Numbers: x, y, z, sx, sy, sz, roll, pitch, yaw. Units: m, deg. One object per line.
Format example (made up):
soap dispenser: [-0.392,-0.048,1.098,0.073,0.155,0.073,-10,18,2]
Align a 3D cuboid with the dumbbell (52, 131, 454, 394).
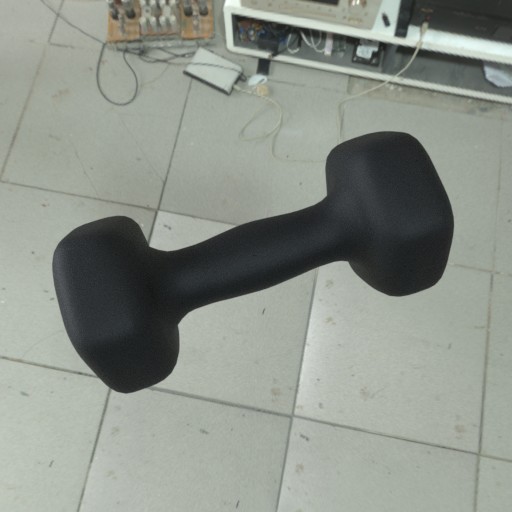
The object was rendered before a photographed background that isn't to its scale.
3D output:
dumbbell: [0.000,0.000,0.282,0.231,0.101,0.112,-18,77,-4]
